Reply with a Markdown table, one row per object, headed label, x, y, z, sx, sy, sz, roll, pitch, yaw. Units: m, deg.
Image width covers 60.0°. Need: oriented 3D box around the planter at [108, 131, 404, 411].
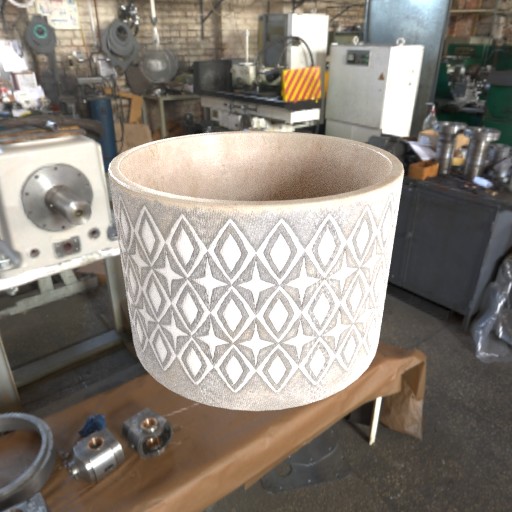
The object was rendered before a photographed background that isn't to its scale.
| label | x | y | z | sx | sy | sz | roll | pitch | yaw |
| --- | --- | --- | --- | --- | --- | --- | --- | --- | --- |
| planter | 0.000 | 0.000 | 0.284 | 0.164 | 0.127 | 0.164 | 0 | 26 | 0 |
